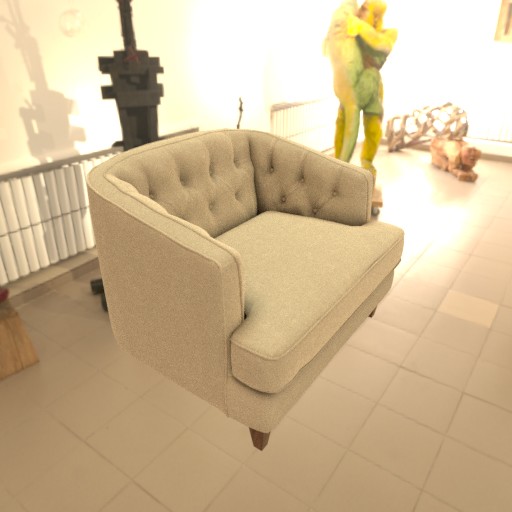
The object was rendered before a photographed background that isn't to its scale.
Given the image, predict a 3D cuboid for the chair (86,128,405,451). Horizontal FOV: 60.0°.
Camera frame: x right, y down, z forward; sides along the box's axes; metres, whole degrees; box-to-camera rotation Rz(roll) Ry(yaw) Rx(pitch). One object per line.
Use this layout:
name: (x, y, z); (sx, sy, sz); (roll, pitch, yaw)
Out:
chair: (0.000, 0.000, 1.839); (0.941, 0.852, 1.104); (18, 33, 31)
